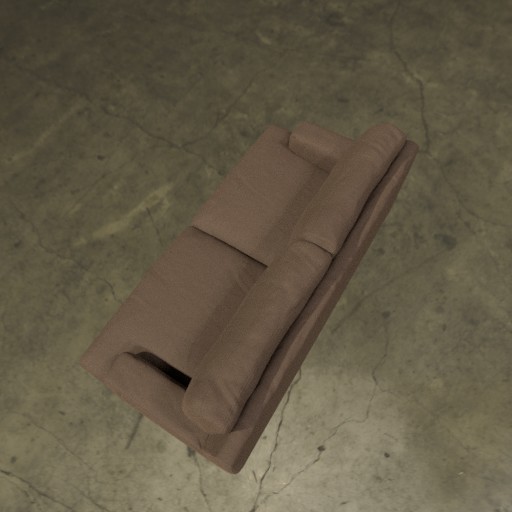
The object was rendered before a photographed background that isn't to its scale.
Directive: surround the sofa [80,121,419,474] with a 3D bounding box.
[{"bbox_3d":[0.000,0.000,2.825,1.140,0.950,2.274,29,66,14],"label":"sofa"}]
